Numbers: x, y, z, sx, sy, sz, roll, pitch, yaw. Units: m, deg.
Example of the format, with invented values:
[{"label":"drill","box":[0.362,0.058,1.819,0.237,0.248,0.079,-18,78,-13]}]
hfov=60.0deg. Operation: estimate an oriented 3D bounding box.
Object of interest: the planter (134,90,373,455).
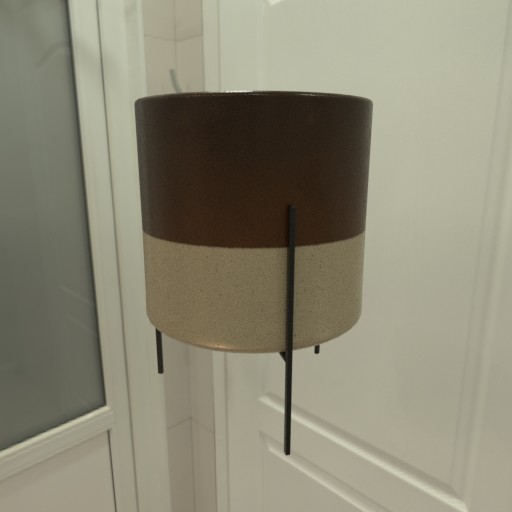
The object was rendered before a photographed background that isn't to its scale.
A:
[{"label":"planter","box":[0.000,0.000,0.713,0.354,0.465,0.345,-14,20,-43]}]
